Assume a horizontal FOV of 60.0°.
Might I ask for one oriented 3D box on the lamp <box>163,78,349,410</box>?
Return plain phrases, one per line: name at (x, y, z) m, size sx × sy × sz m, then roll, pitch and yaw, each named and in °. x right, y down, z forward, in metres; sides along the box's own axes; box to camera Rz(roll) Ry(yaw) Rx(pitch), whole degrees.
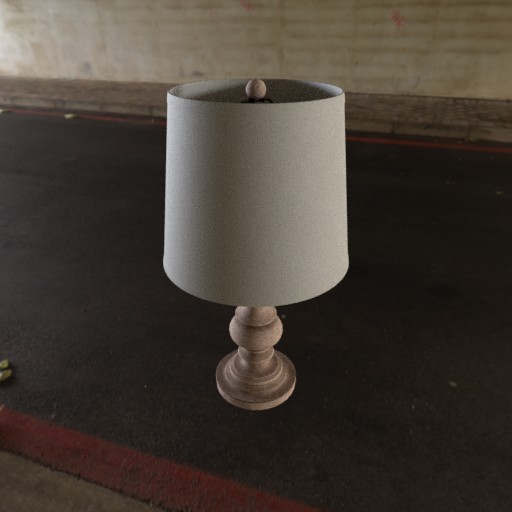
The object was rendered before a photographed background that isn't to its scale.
lamp at (0.000, 0.000, 0.665) m, size 0.273 × 0.497 × 0.273 m, roll 0°, pitch 28°, yaw 0°
